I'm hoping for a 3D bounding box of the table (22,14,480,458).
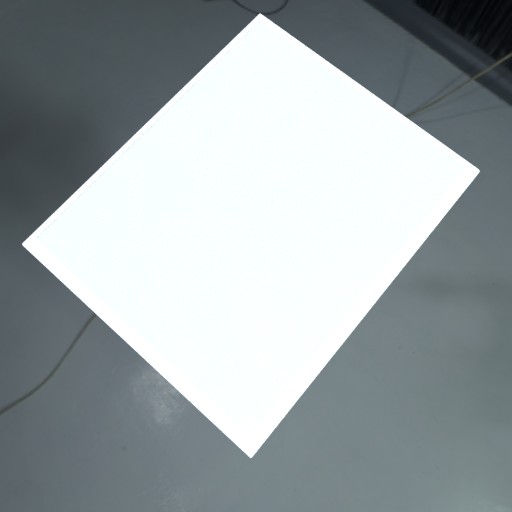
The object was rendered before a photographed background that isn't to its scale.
[{"bbox_3d":[0.000,0.000,0.811,0.381,0.531,0.460,40,79,9],"label":"table"}]
